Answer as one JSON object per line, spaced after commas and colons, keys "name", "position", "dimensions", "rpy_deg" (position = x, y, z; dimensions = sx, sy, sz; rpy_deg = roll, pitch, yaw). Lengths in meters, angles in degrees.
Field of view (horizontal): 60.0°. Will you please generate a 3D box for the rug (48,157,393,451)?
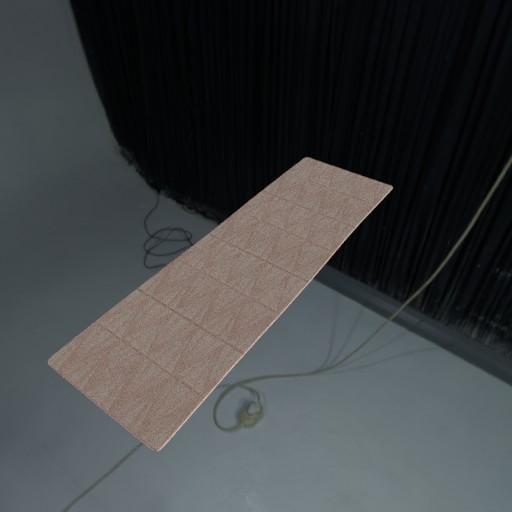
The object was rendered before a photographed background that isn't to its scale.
{"name": "rug", "position": [0.000, 0.000, 2.711], "dimensions": [0.760, 0.015, 2.435], "rpy_deg": [26, 48, 26]}
